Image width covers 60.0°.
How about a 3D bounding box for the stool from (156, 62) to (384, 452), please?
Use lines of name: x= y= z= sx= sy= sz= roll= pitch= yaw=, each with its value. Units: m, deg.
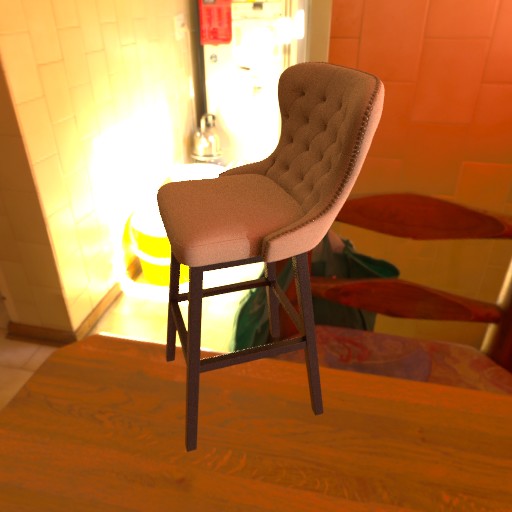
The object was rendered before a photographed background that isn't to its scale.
stool: x=0.000 y=0.000 z=1.385 sx=0.605 sy=1.066 sz=0.528 roll=-10 pitch=32 yaw=-16
